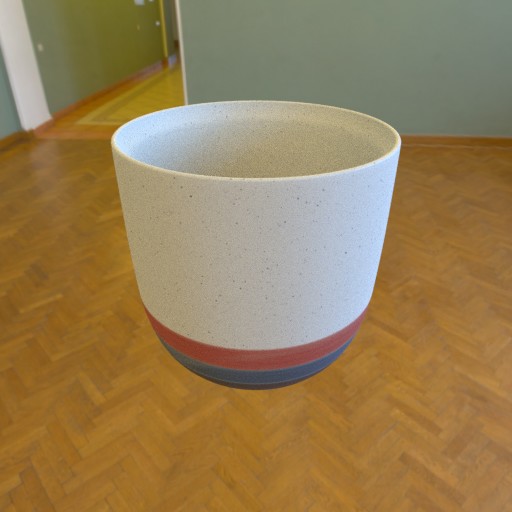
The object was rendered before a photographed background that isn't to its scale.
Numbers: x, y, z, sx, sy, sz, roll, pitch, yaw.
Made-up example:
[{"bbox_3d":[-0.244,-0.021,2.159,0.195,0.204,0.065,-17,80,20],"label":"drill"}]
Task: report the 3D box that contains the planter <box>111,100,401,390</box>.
[{"bbox_3d":[0.000,0.000,0.377,0.204,0.214,0.204,0,31,0],"label":"planter"}]
